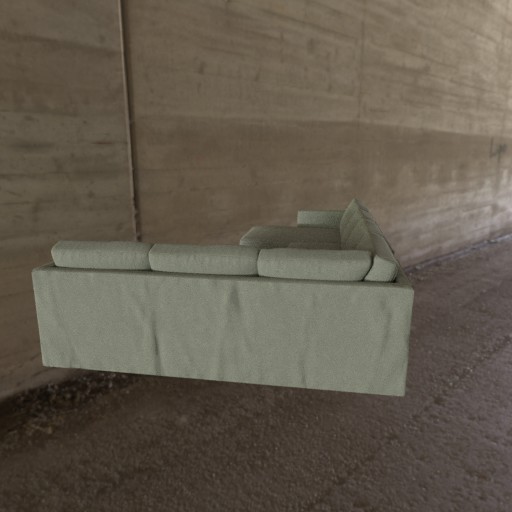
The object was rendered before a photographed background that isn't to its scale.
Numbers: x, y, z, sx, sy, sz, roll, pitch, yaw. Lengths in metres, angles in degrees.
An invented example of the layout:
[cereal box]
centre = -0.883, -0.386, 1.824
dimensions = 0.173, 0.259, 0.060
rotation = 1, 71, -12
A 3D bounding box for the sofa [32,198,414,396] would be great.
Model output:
[sofa]
centre = 0.000, 0.000, 4.402
dimensions = 2.440, 0.869, 3.434
rotation = 2, 13, 9
